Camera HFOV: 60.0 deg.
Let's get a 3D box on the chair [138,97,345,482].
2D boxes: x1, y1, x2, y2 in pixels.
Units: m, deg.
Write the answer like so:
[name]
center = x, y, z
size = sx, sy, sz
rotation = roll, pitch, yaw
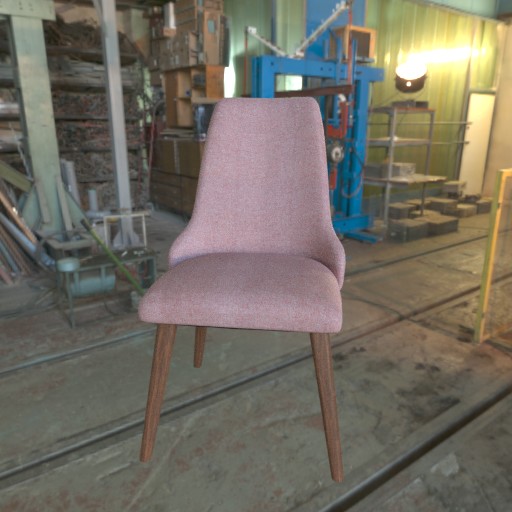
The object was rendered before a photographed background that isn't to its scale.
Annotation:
[chair]
center = 0.000, 0.000, 1.308
size = 0.535, 0.918, 0.707
rotation = 2, 17, 8
